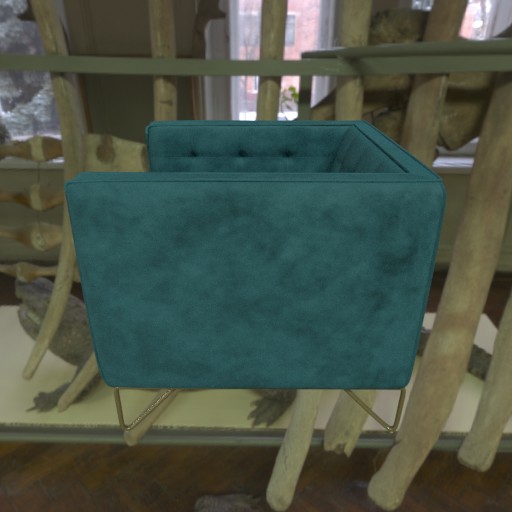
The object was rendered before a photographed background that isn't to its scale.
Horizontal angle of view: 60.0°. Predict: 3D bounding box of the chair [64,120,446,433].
[{"bbox_3d":[0.000,0.000,1.537,0.894,0.790,0.880,0,26,1],"label":"chair"}]
